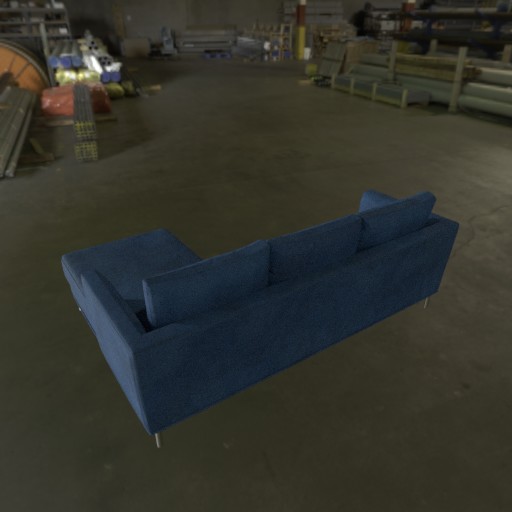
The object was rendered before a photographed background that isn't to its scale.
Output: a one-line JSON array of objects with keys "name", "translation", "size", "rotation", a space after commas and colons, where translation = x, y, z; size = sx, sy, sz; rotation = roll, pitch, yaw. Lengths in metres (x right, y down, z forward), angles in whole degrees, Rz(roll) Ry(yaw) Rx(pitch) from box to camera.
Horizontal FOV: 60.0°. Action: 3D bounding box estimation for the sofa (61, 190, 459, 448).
[{"name": "sofa", "translation": [0.000, 0.000, 3.264], "size": [2.438, 0.987, 1.622], "rotation": [-18, 34, -30]}]
